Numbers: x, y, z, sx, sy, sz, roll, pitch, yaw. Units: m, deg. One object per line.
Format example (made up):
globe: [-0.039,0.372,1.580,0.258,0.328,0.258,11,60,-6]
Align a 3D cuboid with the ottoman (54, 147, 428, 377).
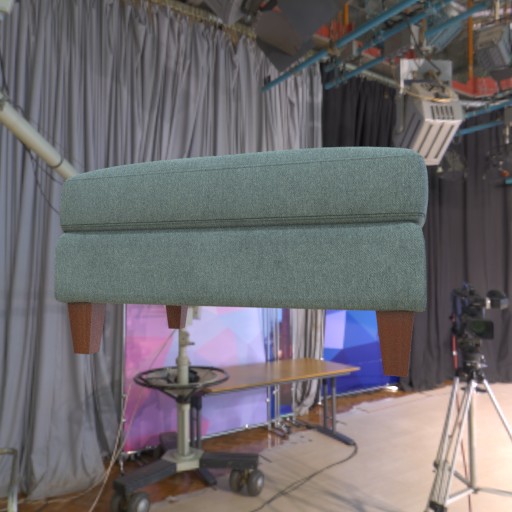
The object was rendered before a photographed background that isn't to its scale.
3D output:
ottoman: [0.000,0.000,1.213,0.864,0.483,0.584,-1,-2,18]
